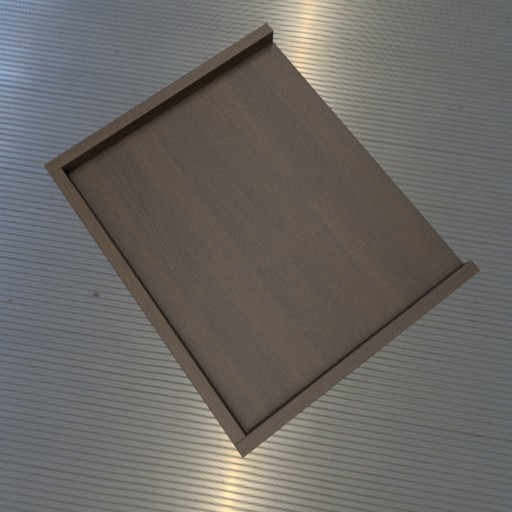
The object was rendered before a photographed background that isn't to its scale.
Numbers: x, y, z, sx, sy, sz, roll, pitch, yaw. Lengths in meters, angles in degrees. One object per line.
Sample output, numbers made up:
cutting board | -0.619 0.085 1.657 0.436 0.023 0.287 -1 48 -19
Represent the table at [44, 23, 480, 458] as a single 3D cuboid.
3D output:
table | 0.000 0.000 0.803 0.370 0.470 0.450 -36 80 -7
